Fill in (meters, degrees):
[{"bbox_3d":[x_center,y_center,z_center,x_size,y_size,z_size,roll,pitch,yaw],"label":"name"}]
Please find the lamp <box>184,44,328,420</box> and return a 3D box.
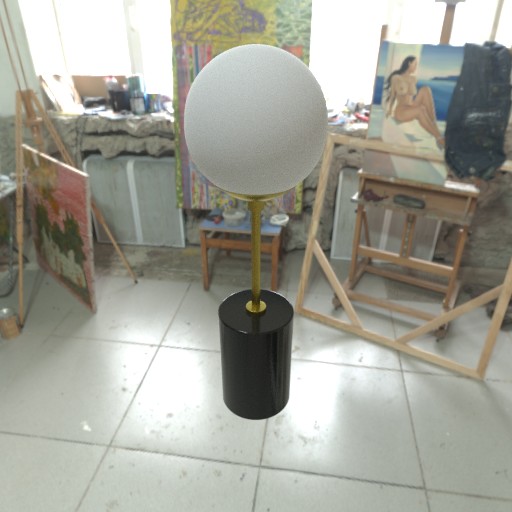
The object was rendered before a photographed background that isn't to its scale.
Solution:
[{"bbox_3d":[0.000,0.000,0.556,0.153,0.480,0.153,0,30,0],"label":"lamp"}]
